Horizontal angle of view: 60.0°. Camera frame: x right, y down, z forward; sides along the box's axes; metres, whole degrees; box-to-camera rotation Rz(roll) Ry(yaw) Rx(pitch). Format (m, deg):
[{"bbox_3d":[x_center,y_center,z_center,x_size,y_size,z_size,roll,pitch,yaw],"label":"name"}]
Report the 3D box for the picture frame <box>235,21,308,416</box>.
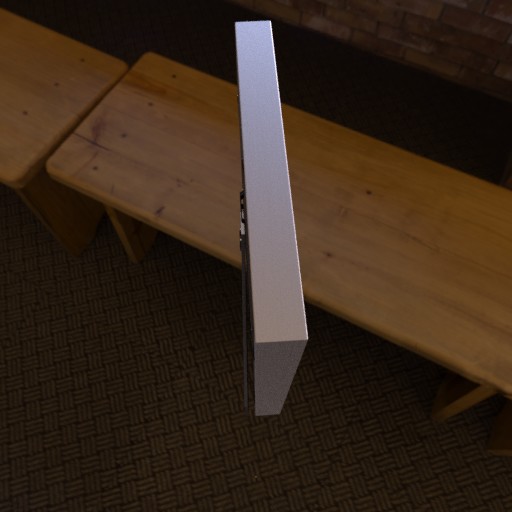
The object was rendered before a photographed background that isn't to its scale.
[{"bbox_3d":[0.000,0.000,0.390,0.036,0.282,0.233,-3,64,-2],"label":"picture frame"}]
